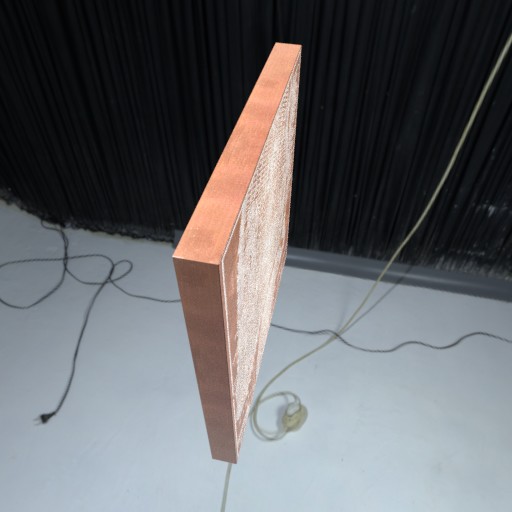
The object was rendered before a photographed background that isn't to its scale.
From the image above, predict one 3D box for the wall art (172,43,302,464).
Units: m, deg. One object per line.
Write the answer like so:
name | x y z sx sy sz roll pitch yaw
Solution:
wall art | 0.000 0.000 0.597 0.035 0.403 0.403 9 47 9
